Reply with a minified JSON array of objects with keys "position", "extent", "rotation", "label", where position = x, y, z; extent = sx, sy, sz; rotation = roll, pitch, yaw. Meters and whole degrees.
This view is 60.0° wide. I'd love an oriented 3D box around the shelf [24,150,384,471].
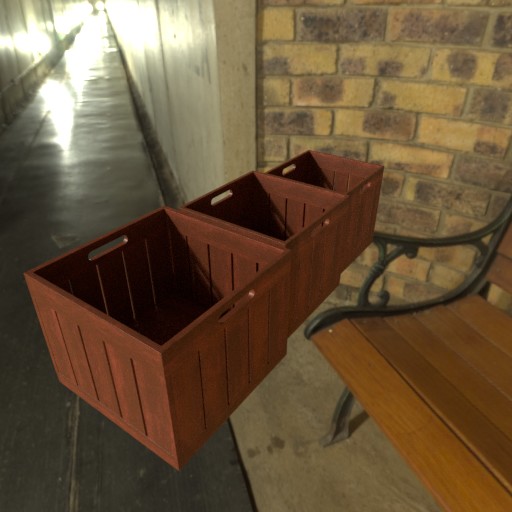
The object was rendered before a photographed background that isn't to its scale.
[{"position":[0.000,0.000,1.247],"extent":[0.393,0.311,1.064],"rotation":[21,37,30],"label":"shelf"}]
